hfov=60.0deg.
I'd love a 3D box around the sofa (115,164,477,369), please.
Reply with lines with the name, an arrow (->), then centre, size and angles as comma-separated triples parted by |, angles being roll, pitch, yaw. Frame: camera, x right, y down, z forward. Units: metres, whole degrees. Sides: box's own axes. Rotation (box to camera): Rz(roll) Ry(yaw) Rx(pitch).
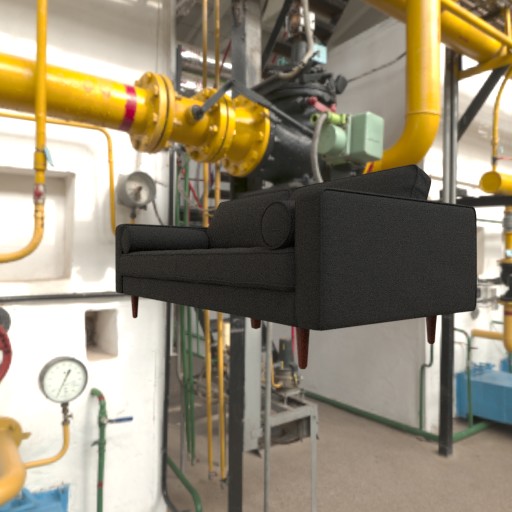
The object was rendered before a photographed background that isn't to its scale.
sofa -> 0.000, 0.000, 2.313 | 0.914, 0.759, 1.875 | 0, 0, -36
